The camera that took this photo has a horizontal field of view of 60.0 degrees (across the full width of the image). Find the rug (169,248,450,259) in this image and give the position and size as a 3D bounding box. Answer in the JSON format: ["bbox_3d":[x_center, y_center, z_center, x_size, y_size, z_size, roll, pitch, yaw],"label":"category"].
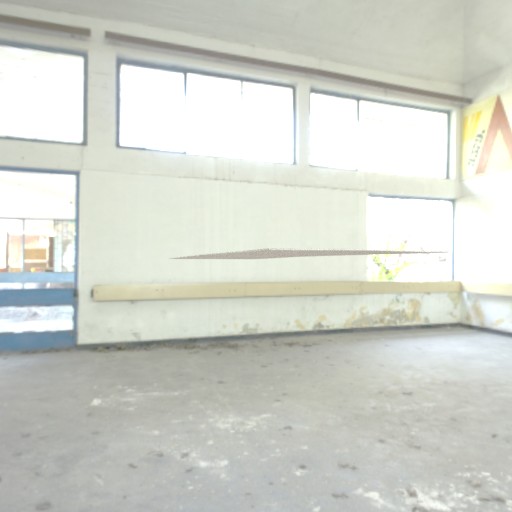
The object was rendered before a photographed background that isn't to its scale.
[{"bbox_3d":[0.000,0.000,2.595,0.712,0.013,2.346,0,-1,-19],"label":"rug"}]
